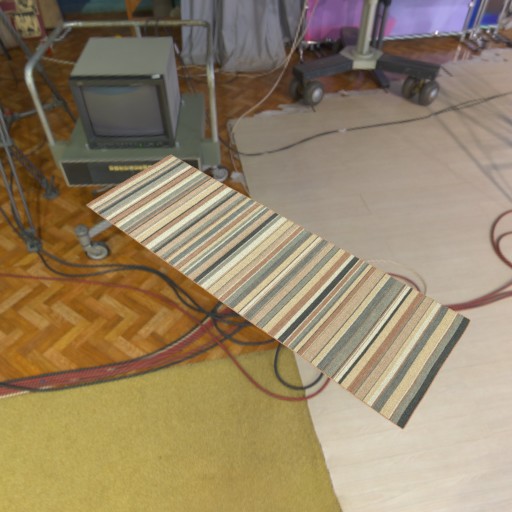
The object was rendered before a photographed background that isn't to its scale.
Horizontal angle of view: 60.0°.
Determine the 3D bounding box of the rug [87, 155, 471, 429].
[{"bbox_3d":[0.000,0.000,2.771,2.444,0.010,0.799,32,55,26],"label":"rug"}]
